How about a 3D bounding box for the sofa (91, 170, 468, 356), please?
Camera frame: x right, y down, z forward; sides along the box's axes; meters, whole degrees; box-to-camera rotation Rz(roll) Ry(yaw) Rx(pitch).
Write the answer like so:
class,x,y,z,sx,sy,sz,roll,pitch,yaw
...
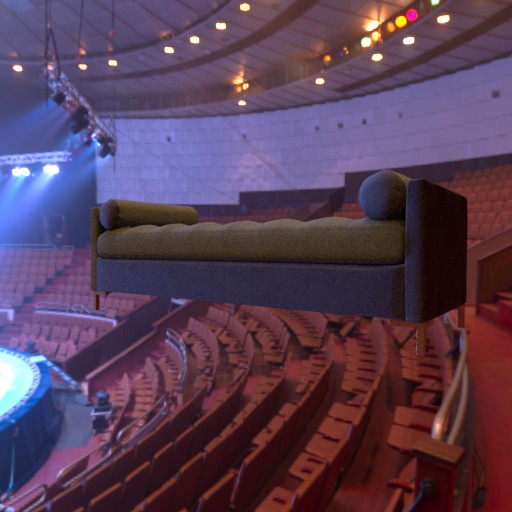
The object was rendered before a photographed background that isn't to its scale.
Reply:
class,x,y,z,sx,sy,sz,roll,pitch,yaw
sofa,0.000,0.000,2.530,2.102,0.705,0.796,1,1,36
